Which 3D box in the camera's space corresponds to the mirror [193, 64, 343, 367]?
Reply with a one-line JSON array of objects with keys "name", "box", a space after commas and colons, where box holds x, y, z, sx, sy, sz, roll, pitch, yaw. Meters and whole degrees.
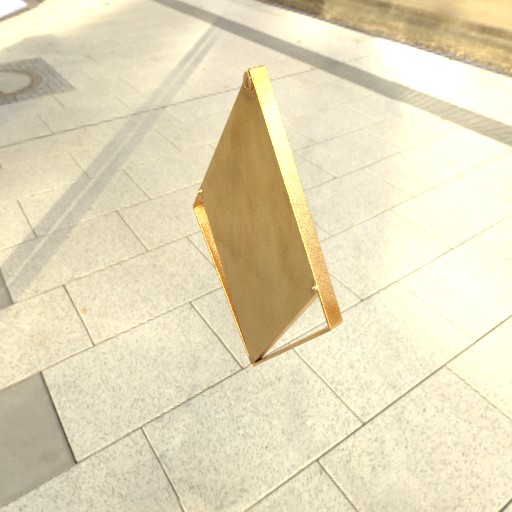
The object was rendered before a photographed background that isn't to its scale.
[{"name": "mirror", "box": [0.000, 0.000, 0.822, 0.032, 0.679, 0.419, -26, 47, -27]}]
